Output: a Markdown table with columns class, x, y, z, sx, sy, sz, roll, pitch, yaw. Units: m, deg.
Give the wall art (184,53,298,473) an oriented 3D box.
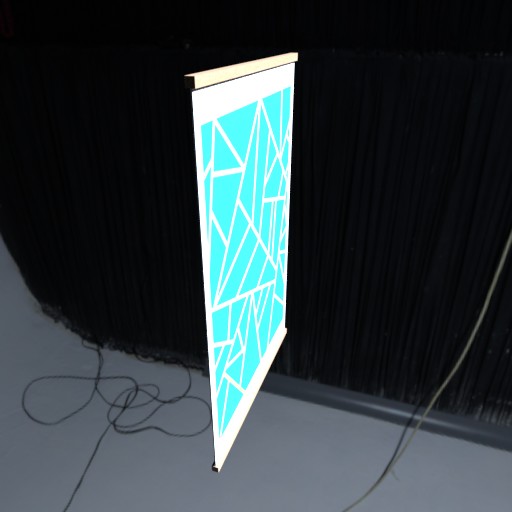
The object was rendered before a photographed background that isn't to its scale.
| class | x | y | z | sx | sy | sz | roll | pitch | yaw |
| --- | --- | --- | --- | --- | --- | --- | --- | --- | --- |
| wall art | 0.000 | 0.000 | 1.885 | 0.030 | 1.519 | 0.990 | 10 | 29 | 17 |
